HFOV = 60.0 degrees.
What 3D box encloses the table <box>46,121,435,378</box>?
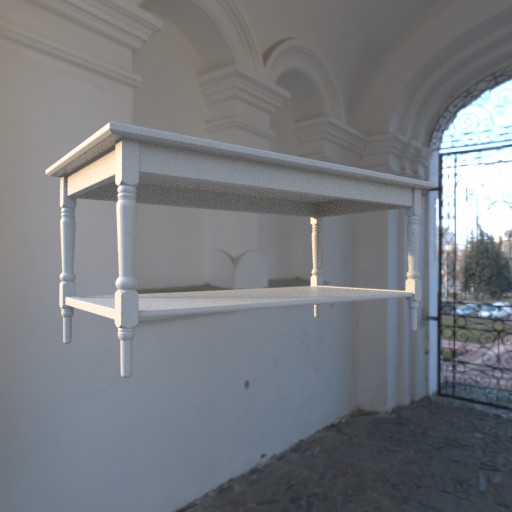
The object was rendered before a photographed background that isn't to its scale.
[{"bbox_3d":[0.000,0.000,1.392,1.109,0.506,0.551,1,-1,-37],"label":"table"}]
